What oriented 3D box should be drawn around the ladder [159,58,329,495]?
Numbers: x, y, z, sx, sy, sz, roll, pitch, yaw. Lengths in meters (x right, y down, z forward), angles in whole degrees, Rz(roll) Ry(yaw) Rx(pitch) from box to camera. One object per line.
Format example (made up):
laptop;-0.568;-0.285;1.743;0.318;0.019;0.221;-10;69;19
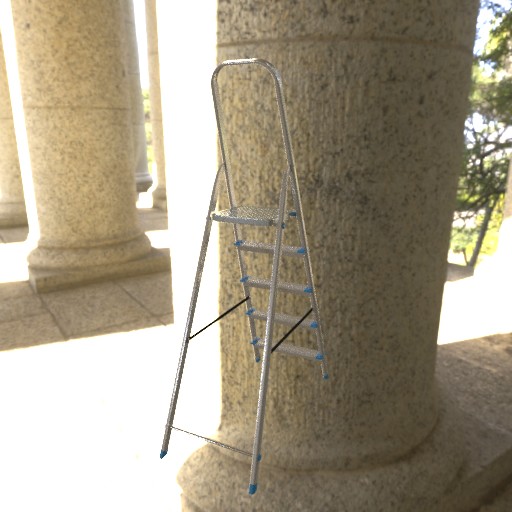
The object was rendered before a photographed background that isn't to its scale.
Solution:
ladder;0.000;0.000;2.049;0.468;1.648;0.990;7;17;25
